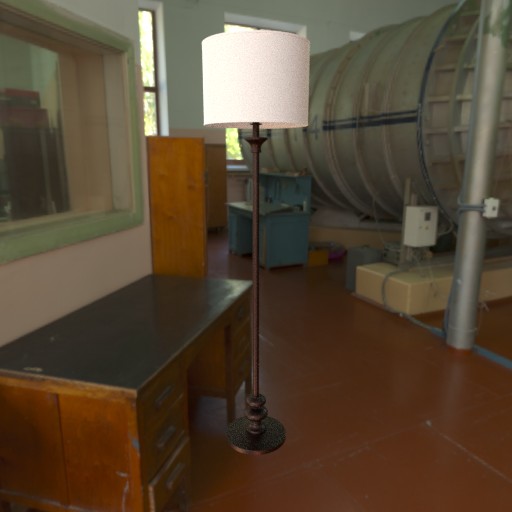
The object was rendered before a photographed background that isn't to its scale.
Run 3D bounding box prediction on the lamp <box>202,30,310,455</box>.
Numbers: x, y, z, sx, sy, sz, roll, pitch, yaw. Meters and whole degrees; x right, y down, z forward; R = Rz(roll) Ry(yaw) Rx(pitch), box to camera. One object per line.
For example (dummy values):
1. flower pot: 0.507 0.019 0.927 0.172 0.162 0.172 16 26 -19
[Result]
1. lamp: 0.000 0.000 1.626 0.356 1.487 0.356 2 13 8
